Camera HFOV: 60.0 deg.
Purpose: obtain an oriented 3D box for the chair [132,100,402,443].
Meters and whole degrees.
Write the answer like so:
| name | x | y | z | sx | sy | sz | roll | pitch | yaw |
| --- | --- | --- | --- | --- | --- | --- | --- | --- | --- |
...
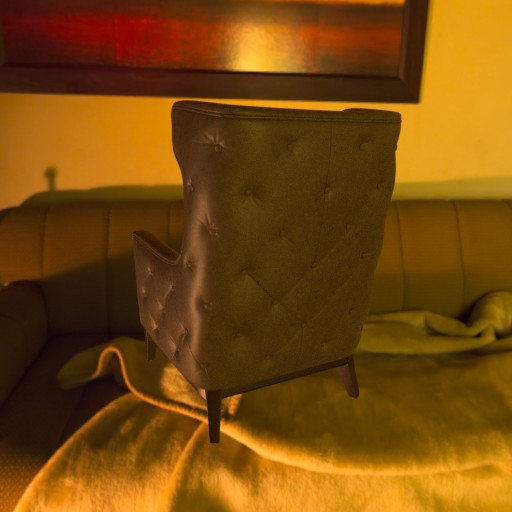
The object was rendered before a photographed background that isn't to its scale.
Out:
| name | x | y | z | sx | sy | sz | roll | pitch | yaw |
| --- | --- | --- | --- | --- | --- | --- | --- | --- | --- |
| chair | 0.000 | 0.000 | 1.699 | 0.769 | 1.079 | 0.899 | -7 | 16 | -26 |
